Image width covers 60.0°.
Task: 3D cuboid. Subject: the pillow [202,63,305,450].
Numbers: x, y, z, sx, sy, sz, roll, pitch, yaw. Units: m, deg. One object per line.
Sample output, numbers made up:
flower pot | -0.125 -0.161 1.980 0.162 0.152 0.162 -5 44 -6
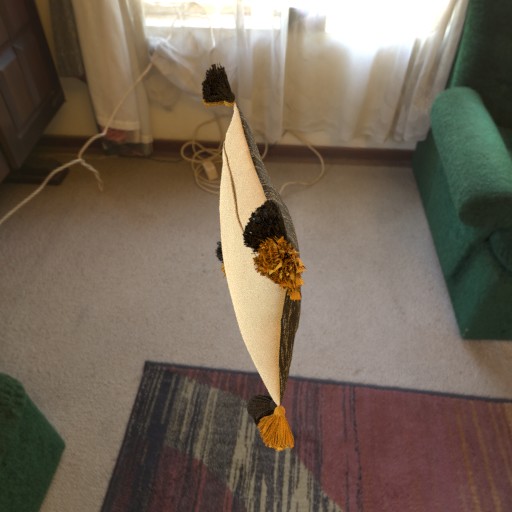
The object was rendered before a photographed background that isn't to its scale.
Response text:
pillow | 0.000 0.000 0.969 0.139 0.659 0.654 -9 46 -8
